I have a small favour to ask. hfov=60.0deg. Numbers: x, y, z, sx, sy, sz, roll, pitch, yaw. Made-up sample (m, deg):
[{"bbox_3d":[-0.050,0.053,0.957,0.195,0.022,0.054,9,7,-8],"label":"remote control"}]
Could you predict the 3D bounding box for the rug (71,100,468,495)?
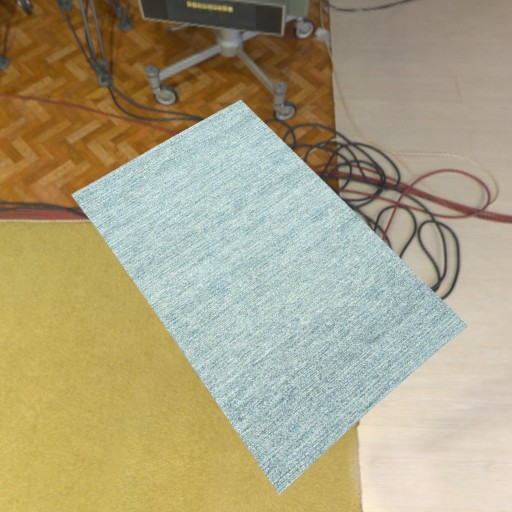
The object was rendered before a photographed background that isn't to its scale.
[{"bbox_3d":[0.000,0.000,2.295,1.174,0.022,1.853,-34,69,-15],"label":"rug"}]
